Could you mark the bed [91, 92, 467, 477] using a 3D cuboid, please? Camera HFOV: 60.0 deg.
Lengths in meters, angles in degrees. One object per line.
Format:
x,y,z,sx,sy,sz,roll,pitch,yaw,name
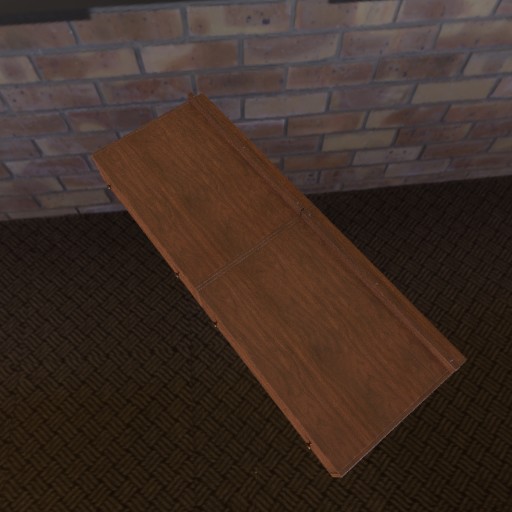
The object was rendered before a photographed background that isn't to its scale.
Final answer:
0.000,0.000,2.327,0.787,0.326,2.057,-35,69,-16,bed
